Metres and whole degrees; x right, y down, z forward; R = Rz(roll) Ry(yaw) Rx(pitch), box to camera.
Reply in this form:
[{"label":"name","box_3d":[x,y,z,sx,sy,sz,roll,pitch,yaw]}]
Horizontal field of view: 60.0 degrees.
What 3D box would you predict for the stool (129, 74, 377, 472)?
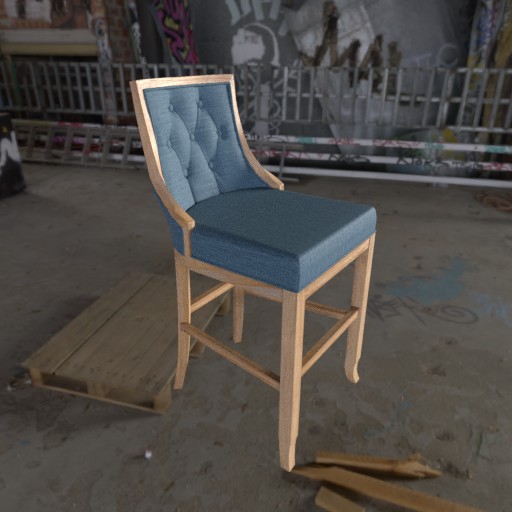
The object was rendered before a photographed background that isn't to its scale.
[{"label":"stool","box_3d":[0.000,0.000,1.487,0.626,1.101,0.524,17,30,32]}]
